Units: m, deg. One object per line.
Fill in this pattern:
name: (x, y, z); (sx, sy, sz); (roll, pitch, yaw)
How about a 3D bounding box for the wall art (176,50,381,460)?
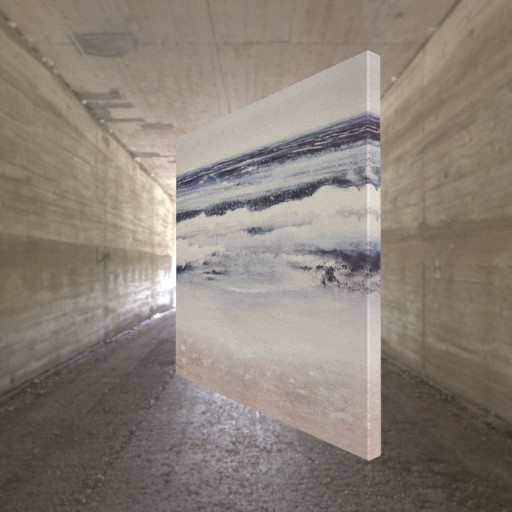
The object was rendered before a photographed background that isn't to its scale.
wall art: (0.000, 0.000, 1.122); (0.065, 0.747, 0.755); (0, 0, -37)
